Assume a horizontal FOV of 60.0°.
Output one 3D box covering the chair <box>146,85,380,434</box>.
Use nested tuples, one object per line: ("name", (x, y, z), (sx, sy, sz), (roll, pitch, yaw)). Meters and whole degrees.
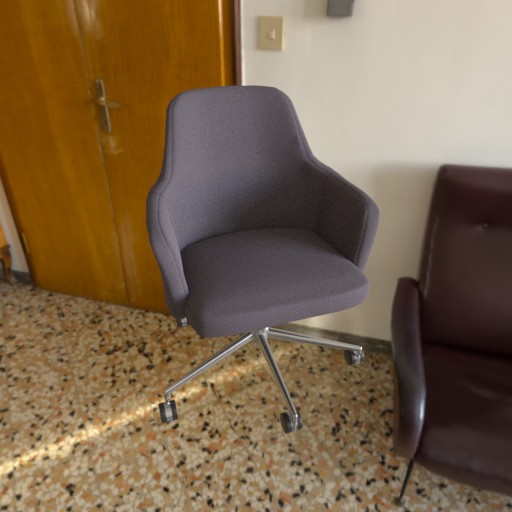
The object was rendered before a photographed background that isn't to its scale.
("chair", (0.000, 0.000, 1.244), (0.655, 0.820, 0.600), (-10, 32, -16))
